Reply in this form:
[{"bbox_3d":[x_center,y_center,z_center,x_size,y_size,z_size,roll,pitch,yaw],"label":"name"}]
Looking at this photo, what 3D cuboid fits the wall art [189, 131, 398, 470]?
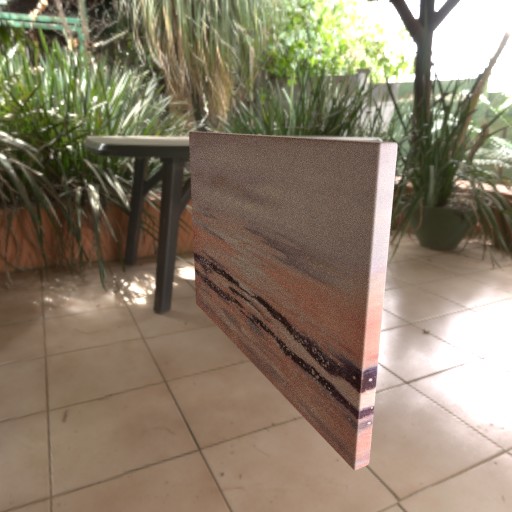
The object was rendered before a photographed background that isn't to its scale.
[{"bbox_3d":[0.000,0.000,1.158,0.038,0.609,0.913,-8,19,-25],"label":"wall art"}]
